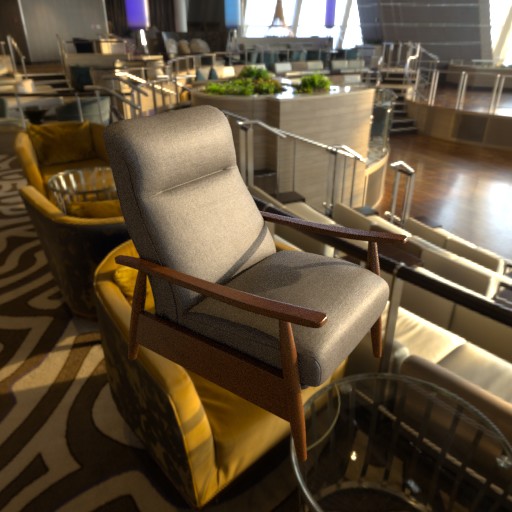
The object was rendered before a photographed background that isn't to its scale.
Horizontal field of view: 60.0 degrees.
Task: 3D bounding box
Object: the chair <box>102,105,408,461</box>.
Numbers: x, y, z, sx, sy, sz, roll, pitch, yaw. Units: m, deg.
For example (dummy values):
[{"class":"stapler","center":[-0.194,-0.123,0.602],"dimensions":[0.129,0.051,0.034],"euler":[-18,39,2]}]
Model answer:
[{"class":"chair","center":[0.000,0.000,1.864],"dimensions":[1.014,1.081,0.762],"euler":[18,32,32]}]
